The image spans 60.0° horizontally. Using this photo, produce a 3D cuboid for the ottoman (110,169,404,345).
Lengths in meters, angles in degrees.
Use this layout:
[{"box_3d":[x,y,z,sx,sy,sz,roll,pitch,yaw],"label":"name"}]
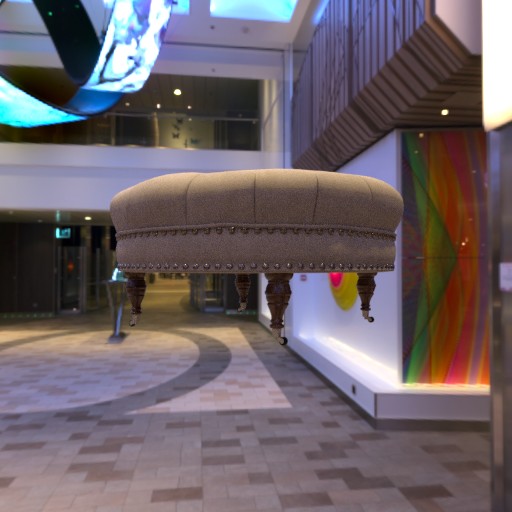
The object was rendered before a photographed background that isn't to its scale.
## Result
[{"box_3d":[0.000,0.000,1.420,0.901,0.439,0.901,0,-1,0],"label":"ottoman"}]
